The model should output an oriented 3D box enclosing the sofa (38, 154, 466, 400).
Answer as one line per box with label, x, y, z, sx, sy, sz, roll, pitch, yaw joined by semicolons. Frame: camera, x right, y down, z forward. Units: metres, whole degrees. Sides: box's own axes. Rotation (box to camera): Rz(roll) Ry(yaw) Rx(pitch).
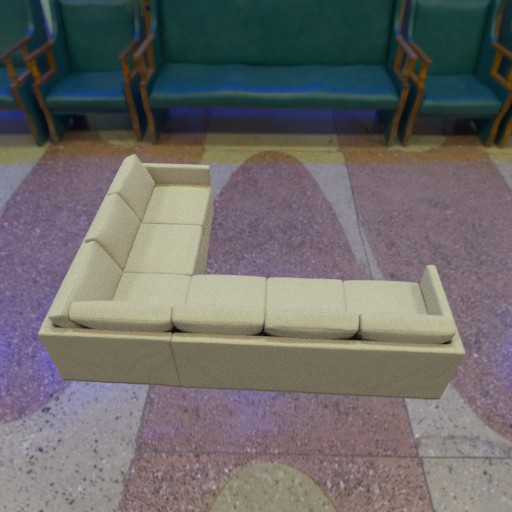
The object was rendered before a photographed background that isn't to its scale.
sofa;0.000;0.000;4.297;3.182;0.871;2.432;2;44;2
